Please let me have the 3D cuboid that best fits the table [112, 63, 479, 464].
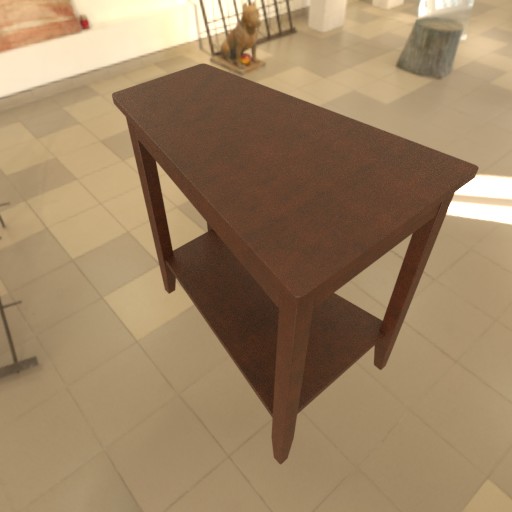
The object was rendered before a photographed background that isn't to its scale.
[{"bbox_3d":[0.000,0.000,0.965,0.399,0.589,0.605,-32,53,-27],"label":"table"}]
